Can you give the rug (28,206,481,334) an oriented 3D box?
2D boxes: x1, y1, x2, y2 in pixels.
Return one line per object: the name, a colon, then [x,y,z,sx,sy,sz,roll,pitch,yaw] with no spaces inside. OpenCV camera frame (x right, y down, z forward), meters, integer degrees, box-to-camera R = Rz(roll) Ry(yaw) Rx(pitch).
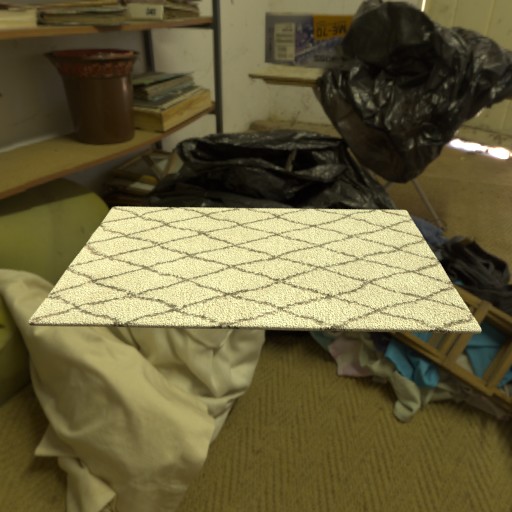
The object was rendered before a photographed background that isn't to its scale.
rug: [0.000,0.000,3.026,2.438,0.030,1.524,1,31,1]
